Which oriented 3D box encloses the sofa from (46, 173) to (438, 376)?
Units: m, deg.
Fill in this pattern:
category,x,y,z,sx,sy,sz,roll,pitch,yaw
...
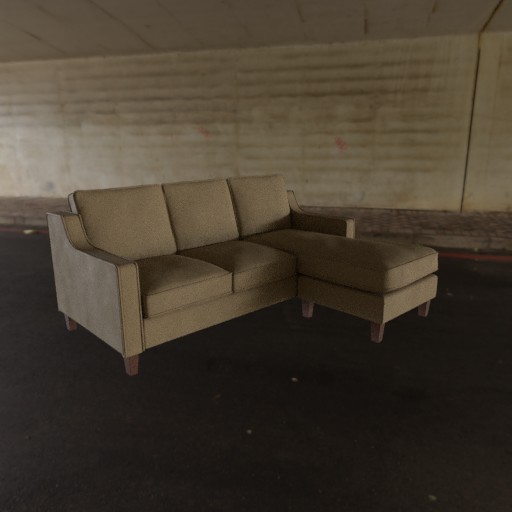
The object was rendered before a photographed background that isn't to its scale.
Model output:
category,x,y,z,sx,sy,sz,roll,pitch,yaw
sofa,0.000,0.000,3.318,2.317,1.066,1.858,-13,20,-42
